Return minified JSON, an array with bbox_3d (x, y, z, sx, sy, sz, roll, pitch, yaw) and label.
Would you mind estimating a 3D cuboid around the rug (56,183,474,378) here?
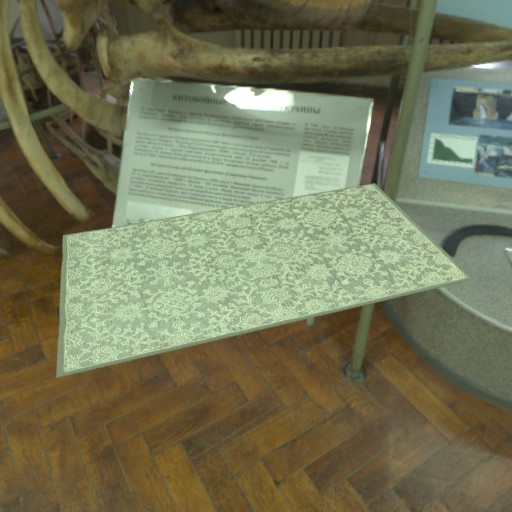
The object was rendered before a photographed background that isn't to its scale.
[{"bbox_3d":[0.000,0.000,3.646,3.048,0.011,1.546,-11,40,-13],"label":"rug"}]
